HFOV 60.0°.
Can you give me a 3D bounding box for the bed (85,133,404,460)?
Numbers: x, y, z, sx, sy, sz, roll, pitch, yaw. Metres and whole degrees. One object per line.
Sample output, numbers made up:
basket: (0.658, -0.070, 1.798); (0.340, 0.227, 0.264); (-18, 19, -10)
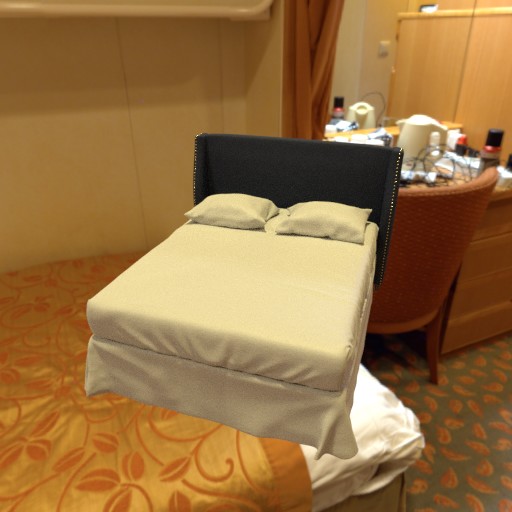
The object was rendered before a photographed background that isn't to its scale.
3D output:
bed: (0.000, 0.000, 3.394); (1.925, 1.332, 2.276); (9, 28, 17)
